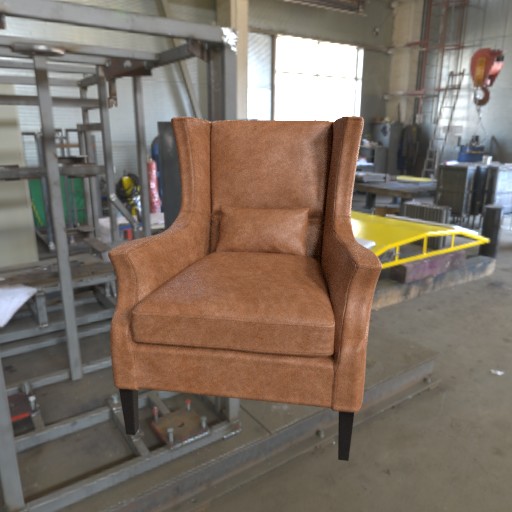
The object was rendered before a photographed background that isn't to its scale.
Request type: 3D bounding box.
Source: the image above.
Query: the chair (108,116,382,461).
[{"bbox_3d":[0.000,0.000,1.671,0.853,1.016,0.926,3,16,10],"label":"chair"}]
